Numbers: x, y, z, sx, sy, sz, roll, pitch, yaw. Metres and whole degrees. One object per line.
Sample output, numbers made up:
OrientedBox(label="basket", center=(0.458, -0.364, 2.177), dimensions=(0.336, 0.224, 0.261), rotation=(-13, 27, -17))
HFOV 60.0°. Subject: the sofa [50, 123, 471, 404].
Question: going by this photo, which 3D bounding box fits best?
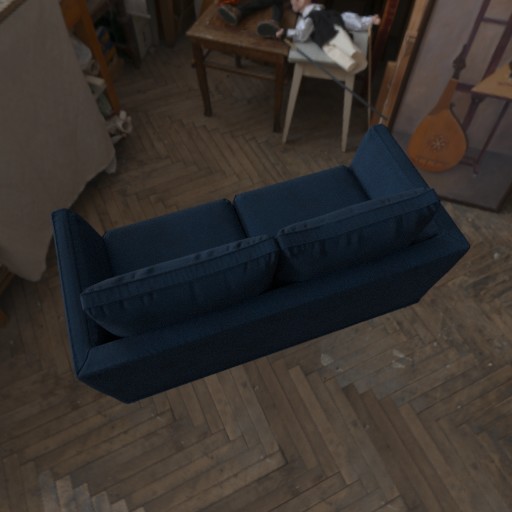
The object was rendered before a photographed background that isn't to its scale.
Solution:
OrientedBox(label="sofa", center=(0.000, 0.000, 2.247), dimensions=(1.770, 1.002, 0.853), rotation=(-17, 61, -10))
